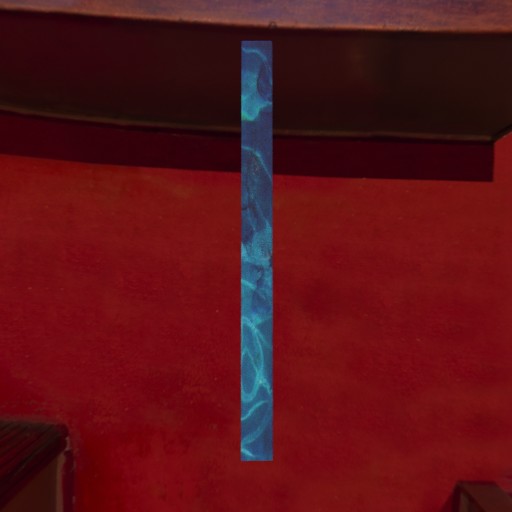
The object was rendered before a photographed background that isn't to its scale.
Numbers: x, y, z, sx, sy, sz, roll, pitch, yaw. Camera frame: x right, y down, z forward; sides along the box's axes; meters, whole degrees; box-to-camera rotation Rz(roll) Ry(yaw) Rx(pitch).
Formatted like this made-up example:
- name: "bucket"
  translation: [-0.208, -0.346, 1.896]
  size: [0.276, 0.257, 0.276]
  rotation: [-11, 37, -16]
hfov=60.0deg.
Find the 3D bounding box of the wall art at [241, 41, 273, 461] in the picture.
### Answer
- name: "wall art"
  translation: [0.000, 0.000, 0.853]
  size: [0.038, 0.635, 0.508]
  rotation: [0, 88, 0]
